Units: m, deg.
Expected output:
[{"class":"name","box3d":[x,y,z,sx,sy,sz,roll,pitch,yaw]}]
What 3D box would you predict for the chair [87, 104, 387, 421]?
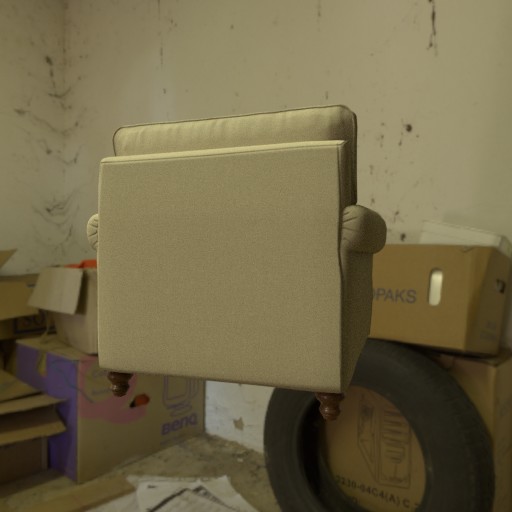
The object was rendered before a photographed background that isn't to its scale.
[{"class":"chair","box3d":[0.000,0.000,1.805,1.029,0.967,0.966,0,0,18]}]
